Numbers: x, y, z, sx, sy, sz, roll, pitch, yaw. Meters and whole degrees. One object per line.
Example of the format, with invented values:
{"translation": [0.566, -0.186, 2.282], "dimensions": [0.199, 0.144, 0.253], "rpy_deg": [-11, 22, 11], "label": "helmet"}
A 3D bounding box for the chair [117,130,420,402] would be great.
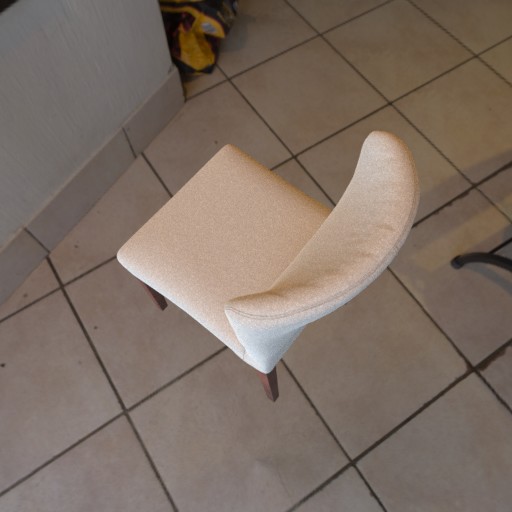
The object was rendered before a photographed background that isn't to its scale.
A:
{"translation": [0.000, 0.000, 1.177], "dimensions": [0.592, 0.839, 0.491], "rpy_deg": [35, 70, 15], "label": "chair"}
